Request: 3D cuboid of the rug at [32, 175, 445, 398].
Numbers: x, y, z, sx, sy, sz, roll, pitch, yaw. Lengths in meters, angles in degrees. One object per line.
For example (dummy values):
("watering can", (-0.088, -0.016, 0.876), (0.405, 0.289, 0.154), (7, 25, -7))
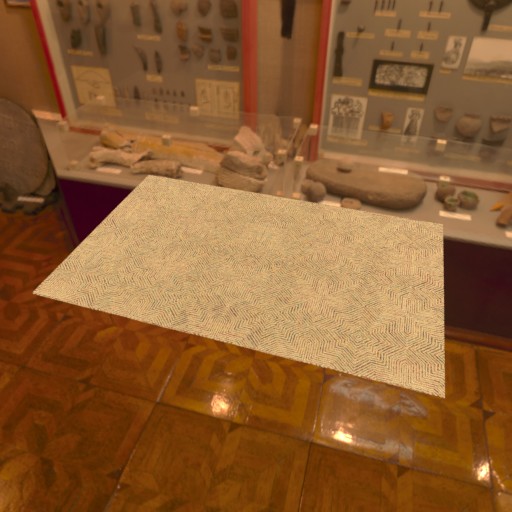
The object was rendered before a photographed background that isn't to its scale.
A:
("rug", (0.000, 0.000, 3.011), (2.428, 0.007, 1.519), (11, 42, 13))
